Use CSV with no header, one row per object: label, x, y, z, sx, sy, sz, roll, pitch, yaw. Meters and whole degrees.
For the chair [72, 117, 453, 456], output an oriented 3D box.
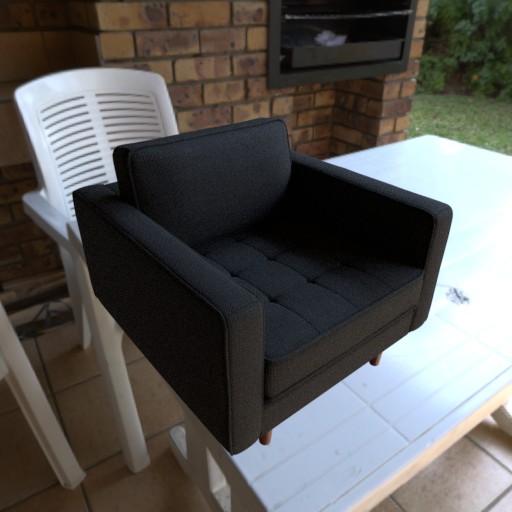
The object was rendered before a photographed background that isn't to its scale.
chair,0.000,0.000,1.526,0.899,0.770,0.919,-22,37,-33
